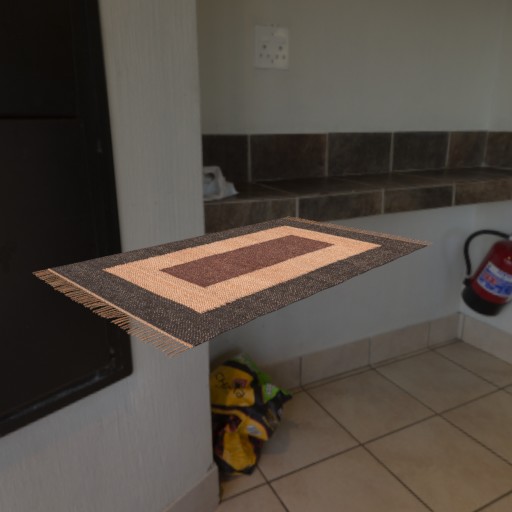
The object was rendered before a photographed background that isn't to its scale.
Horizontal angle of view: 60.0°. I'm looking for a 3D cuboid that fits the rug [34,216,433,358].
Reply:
[{"bbox_3d":[0.000,0.000,1.911,0.920,0.013,1.541,16,23,42],"label":"rug"}]
